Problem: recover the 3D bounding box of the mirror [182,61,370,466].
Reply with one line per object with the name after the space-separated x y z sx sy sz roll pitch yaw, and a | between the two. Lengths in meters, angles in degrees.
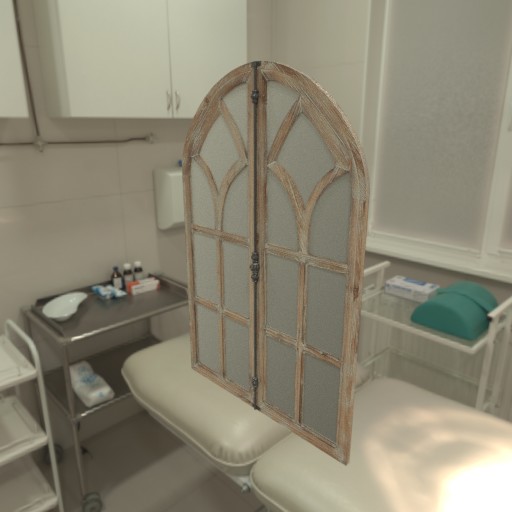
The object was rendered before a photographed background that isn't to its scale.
0.000 0.000 1.129 0.032 0.915 0.609 -16 23 -42 | mirror
